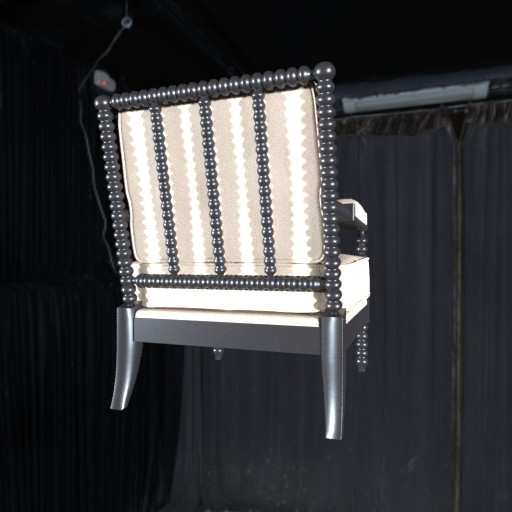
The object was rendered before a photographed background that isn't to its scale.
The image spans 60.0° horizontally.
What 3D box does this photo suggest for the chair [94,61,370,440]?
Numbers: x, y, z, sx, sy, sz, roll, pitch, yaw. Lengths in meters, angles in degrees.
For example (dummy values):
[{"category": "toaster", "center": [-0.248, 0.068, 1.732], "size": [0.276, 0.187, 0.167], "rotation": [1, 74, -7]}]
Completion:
[{"category": "chair", "center": [0.000, 0.000, 1.172], "size": [0.555, 0.703, 0.657], "rotation": [0, 0, 20]}]
